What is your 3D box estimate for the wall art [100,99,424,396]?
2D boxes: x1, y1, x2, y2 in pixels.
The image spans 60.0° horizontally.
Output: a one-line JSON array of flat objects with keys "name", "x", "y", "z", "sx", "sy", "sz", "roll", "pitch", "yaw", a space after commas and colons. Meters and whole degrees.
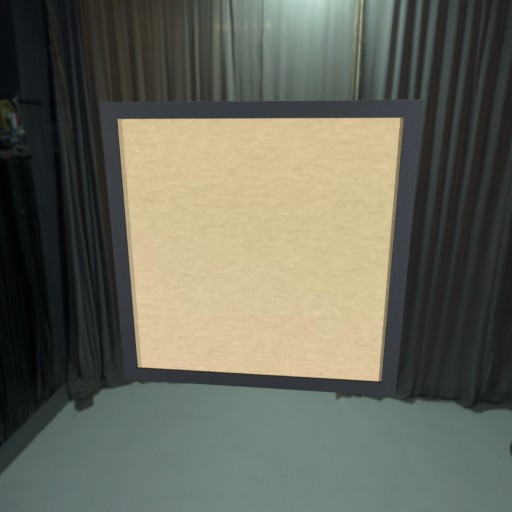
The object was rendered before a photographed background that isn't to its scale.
[{"name": "wall art", "x": 0.000, "y": 0.000, "z": 0.541, "sx": 0.358, "sy": 0.357, "sz": 0.012, "roll": 2, "pitch": 16, "yaw": 6}]
